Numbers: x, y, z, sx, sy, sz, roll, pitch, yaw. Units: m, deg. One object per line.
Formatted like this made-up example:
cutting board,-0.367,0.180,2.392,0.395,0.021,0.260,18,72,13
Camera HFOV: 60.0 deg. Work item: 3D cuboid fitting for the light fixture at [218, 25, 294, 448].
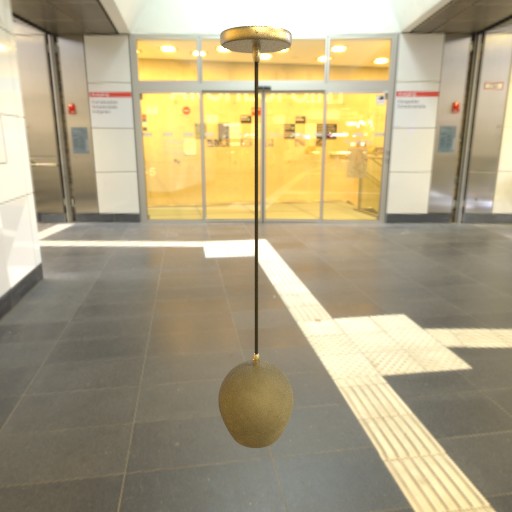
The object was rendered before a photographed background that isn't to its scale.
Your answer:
light fixture,0.000,0.000,0.831,0.153,0.760,0.153,-8,16,-28
